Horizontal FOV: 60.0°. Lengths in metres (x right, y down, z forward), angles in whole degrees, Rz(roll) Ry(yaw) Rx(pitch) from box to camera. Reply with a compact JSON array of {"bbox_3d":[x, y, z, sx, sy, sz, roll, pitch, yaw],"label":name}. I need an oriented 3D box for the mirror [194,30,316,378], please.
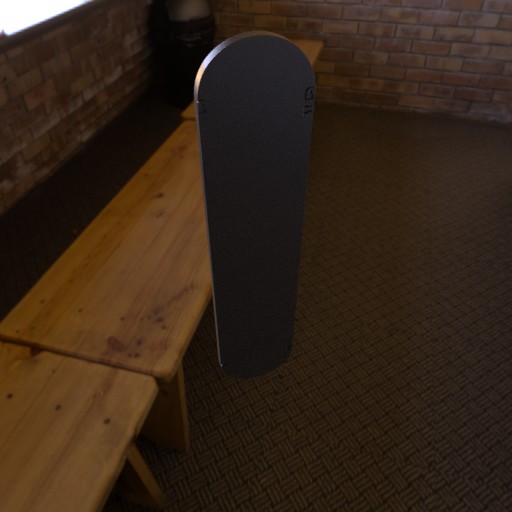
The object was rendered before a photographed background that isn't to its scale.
[{"bbox_3d":[0.000,0.000,1.066,0.222,0.991,0.032,-11,43,-12],"label":"mirror"}]
